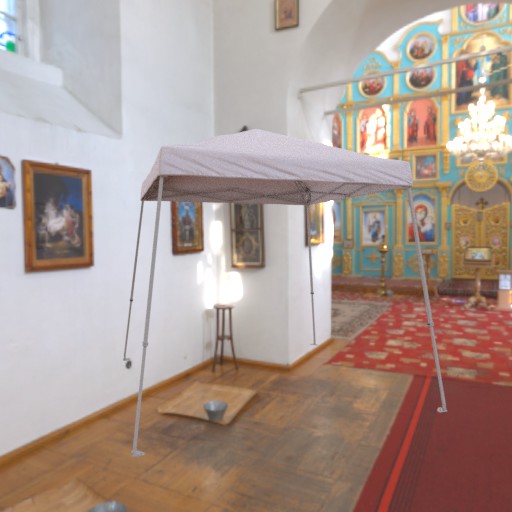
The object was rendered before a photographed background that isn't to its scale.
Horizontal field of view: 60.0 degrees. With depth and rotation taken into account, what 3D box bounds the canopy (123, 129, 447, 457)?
[{"bbox_3d":[0.000,0.000,5.020,2.850,2.850,2.849,-1,2,-18],"label":"canopy"}]
